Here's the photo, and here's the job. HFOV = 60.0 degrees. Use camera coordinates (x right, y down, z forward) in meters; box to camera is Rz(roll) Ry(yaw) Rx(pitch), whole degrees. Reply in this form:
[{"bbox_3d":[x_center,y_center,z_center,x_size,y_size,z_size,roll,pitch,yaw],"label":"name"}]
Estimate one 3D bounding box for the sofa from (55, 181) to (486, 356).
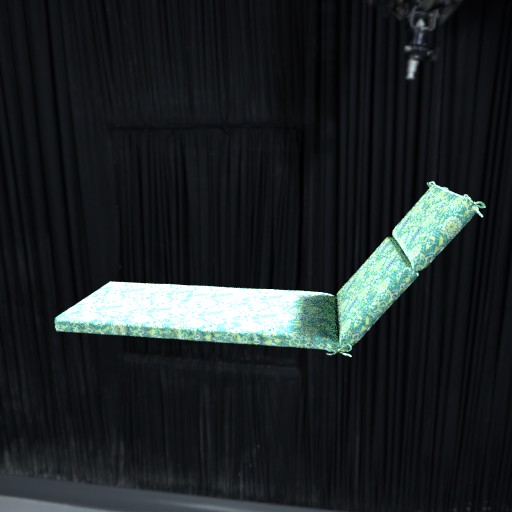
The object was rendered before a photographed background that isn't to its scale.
[{"bbox_3d":[0.000,0.000,1.933,1.663,0.622,0.582,2,15,8],"label":"sofa"}]
